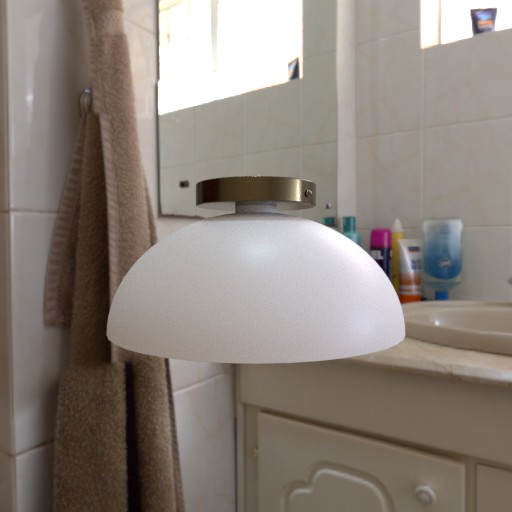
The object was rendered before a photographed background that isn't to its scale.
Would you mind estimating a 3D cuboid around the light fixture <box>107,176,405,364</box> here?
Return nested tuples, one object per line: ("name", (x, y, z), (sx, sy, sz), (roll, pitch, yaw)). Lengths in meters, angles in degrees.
("light fixture", (0.000, 0.000, 0.554), (0.355, 0.177, 0.355), (0, 1, 0))
